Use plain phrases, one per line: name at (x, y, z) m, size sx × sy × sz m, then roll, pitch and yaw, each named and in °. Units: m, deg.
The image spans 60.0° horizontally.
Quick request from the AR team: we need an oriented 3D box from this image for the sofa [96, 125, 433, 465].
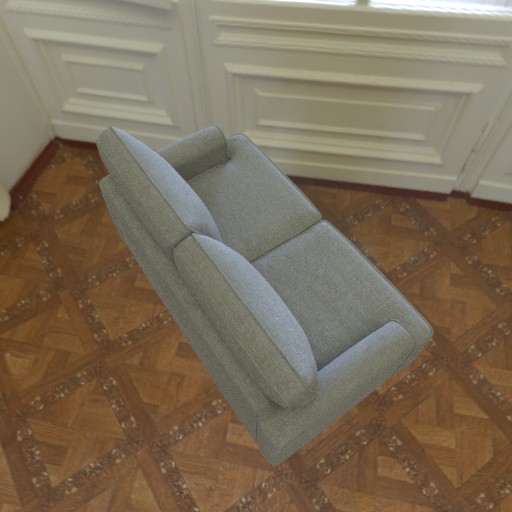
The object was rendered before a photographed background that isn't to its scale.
sofa at (0.000, 0.000, 2.242) m, size 0.965 × 0.965 × 1.651 m, roll -31°, pitch 63°, yaw -18°
